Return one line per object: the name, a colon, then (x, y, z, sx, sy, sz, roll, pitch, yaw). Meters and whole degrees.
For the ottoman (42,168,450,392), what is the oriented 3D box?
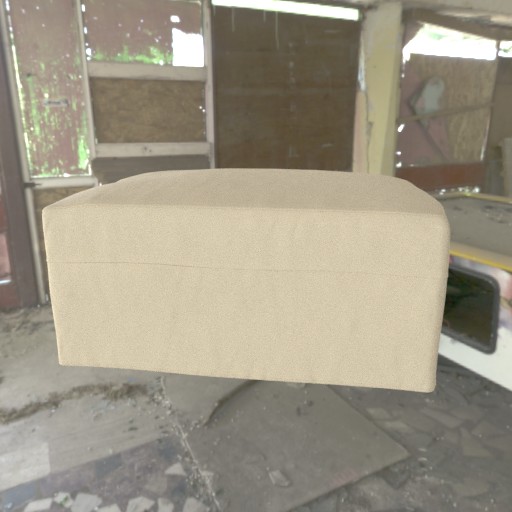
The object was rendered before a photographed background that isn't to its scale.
ottoman: (0.000, 0.000, 1.200, 0.872, 0.444, 0.590, 2, 16, 7)
